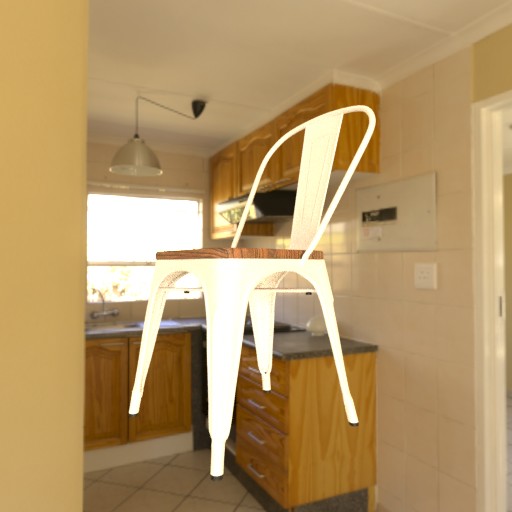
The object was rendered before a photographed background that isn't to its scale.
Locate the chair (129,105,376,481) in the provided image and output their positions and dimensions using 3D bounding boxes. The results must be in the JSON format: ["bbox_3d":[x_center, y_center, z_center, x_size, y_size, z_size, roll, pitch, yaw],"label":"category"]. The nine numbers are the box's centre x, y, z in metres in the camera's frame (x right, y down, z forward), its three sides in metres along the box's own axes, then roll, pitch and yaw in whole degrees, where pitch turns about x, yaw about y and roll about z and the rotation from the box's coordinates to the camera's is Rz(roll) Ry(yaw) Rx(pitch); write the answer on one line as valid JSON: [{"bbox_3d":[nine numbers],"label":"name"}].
[{"bbox_3d":[0.000,0.000,1.163,0.521,0.851,0.452,1,-1,-36],"label":"chair"}]
